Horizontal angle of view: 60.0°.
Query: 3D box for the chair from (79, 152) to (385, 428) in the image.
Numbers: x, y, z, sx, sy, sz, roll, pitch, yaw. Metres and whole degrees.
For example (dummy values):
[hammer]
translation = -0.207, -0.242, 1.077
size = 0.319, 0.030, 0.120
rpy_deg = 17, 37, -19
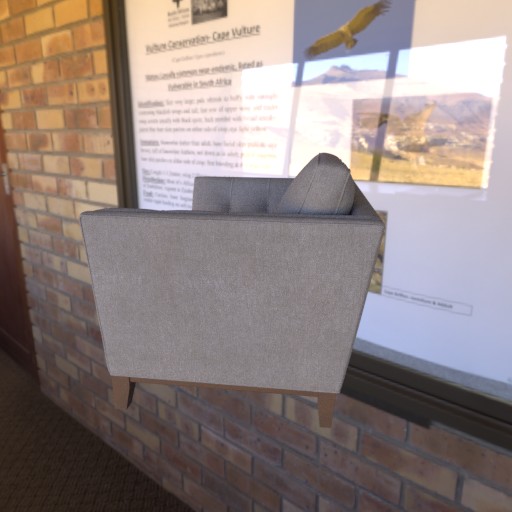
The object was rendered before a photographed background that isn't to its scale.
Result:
[chair]
translation = 0.000, 0.000, 2.095
size = 0.965, 0.942, 1.396
rpy_deg = 2, 15, 8
